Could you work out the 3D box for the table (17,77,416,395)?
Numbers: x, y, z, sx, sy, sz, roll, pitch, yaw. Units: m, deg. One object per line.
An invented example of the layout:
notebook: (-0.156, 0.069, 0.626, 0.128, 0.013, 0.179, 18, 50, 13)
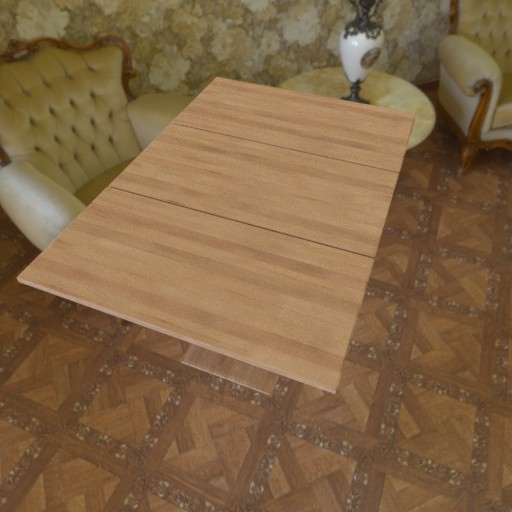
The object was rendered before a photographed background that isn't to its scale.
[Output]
table: (0.000, 0.000, 1.794, 0.900, 0.770, 1.300, 16, 49, 14)
